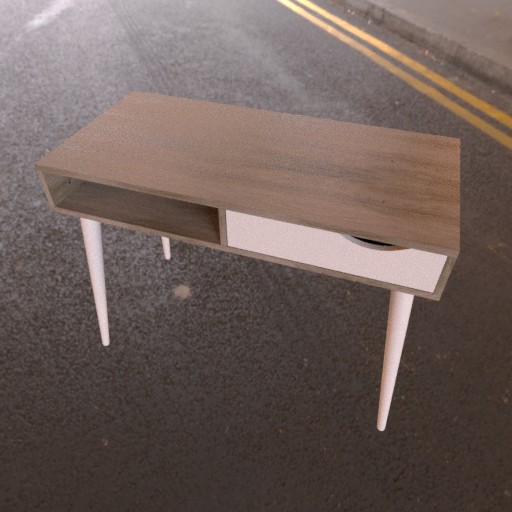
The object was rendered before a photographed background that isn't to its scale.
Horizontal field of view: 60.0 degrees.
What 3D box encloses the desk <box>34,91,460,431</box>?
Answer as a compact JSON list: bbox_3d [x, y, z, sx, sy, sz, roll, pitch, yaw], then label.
[{"bbox_3d":[0.000,0.000,1.367,0.979,0.723,0.491,13,44,14],"label":"desk"}]
